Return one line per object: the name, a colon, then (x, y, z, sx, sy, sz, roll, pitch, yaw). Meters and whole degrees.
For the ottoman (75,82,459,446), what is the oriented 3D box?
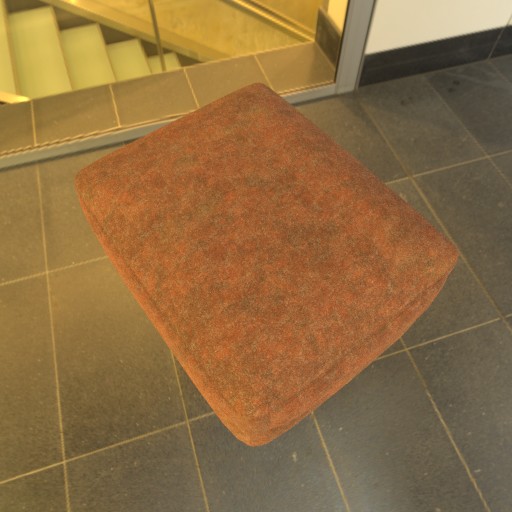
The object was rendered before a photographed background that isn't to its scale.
ottoman: (0.000, 0.000, 1.177, 0.635, 0.508, 0.787, -33, 65, -18)
